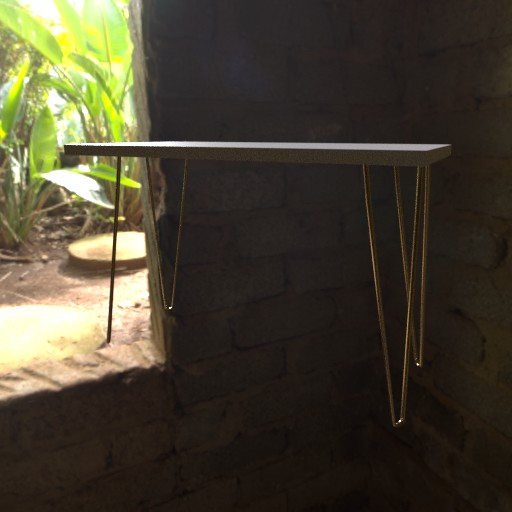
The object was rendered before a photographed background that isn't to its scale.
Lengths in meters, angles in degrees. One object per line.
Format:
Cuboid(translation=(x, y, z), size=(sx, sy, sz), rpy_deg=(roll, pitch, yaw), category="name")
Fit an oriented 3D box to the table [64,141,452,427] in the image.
Cuboid(translation=(0.000, 0.000, 1.354), size=(0.991, 0.660, 0.498), rpy_deg=(8, 17, 27), category="table")
